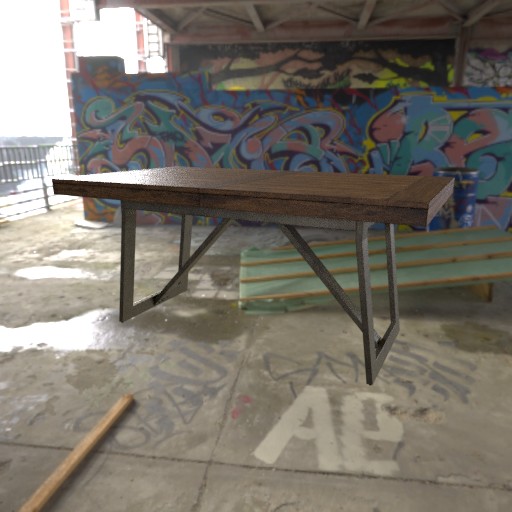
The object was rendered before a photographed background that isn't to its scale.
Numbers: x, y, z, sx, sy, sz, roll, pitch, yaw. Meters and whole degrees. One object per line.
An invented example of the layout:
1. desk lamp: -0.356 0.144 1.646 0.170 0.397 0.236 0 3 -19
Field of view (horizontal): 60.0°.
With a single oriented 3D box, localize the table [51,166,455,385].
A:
1. table: 0.000 0.000 2.172 1.641 0.757 0.931 8 17 27
